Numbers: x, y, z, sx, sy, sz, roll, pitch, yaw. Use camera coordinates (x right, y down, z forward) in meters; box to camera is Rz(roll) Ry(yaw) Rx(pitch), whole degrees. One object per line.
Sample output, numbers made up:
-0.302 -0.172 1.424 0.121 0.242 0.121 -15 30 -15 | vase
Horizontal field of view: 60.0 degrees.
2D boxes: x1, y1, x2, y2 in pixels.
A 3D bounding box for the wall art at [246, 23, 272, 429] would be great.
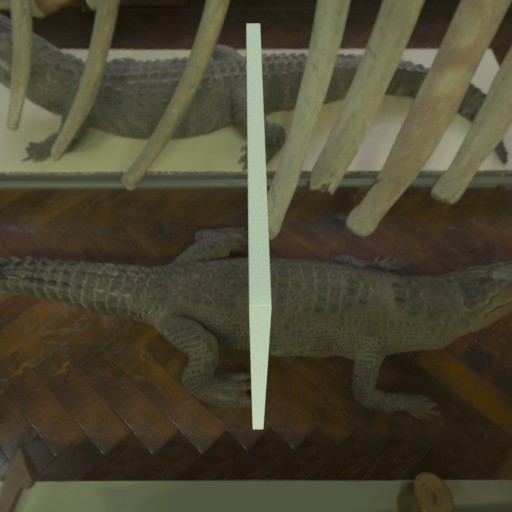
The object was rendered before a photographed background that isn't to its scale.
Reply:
0.000 0.000 0.738 0.020 0.536 0.444 -1 58 -1 | wall art
